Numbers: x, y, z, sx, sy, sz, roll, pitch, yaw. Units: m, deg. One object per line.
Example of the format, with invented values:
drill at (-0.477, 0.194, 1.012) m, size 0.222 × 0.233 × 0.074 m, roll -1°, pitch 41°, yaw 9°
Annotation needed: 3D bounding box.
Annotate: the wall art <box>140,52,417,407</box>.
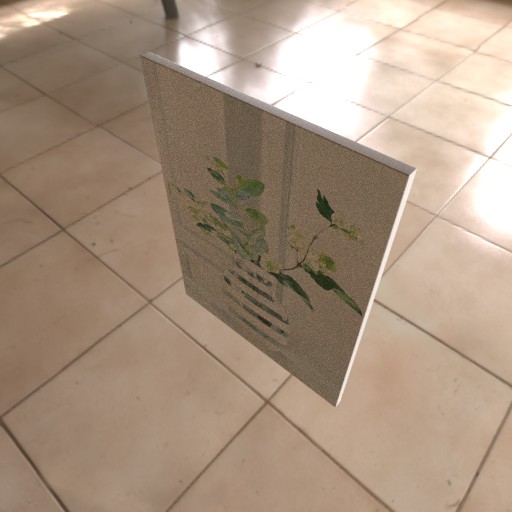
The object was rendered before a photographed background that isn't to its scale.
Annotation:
wall art at (0.000, 0.000, 1.624) m, size 0.914 × 1.212 × 0.038 m, roll 33°, pitch 56°, yaw 26°
